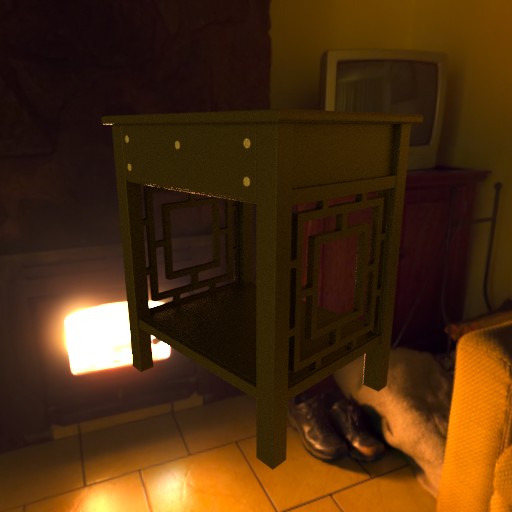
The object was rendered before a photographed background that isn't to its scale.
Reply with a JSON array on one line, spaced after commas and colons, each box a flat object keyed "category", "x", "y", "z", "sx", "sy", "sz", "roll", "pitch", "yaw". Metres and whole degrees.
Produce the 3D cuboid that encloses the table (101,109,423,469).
[{"category": "table", "x": 0.000, "y": 0.000, "z": 1.068, "sx": 0.451, "sy": 0.646, "sz": 0.564, "roll": -15, "pitch": 22, "yaw": -42}]
